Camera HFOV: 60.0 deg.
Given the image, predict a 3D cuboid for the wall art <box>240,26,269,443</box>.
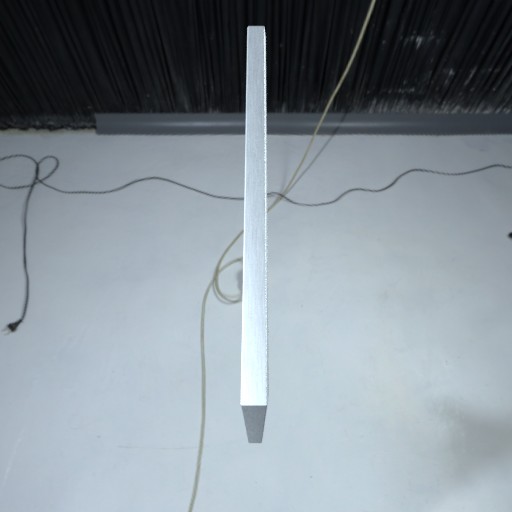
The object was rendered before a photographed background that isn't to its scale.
[{"bbox_3d":[0.000,0.000,0.754,0.028,0.457,0.556,0,63,0],"label":"wall art"}]
